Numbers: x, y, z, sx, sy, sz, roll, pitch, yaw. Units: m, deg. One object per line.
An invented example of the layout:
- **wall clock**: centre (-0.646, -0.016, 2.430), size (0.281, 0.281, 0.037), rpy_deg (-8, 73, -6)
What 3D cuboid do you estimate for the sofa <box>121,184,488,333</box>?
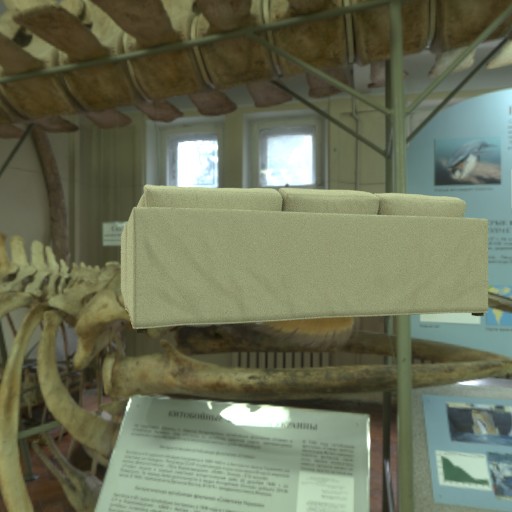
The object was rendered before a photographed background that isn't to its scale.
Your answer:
- **sofa**: centre (0.000, 0.000, 4.244), size (2.432, 0.871, 3.182), rpy_deg (0, 0, -18)
